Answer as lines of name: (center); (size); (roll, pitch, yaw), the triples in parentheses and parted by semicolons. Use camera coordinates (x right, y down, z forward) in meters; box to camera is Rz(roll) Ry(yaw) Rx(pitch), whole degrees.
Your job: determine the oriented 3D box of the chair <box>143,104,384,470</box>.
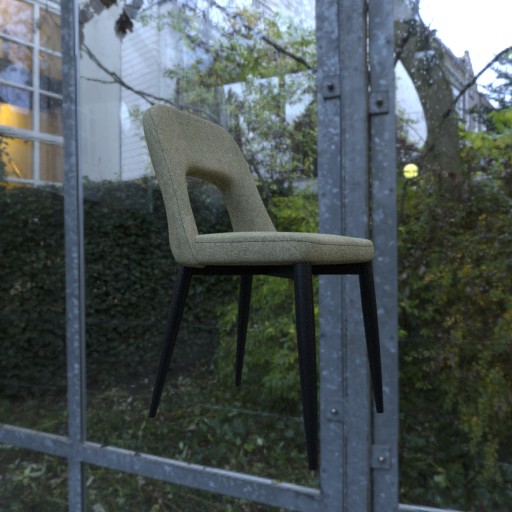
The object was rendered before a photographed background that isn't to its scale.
chair: (0.000, 0.000, 1.292); (0.612, 0.931, 0.470); (0, 0, 35)
